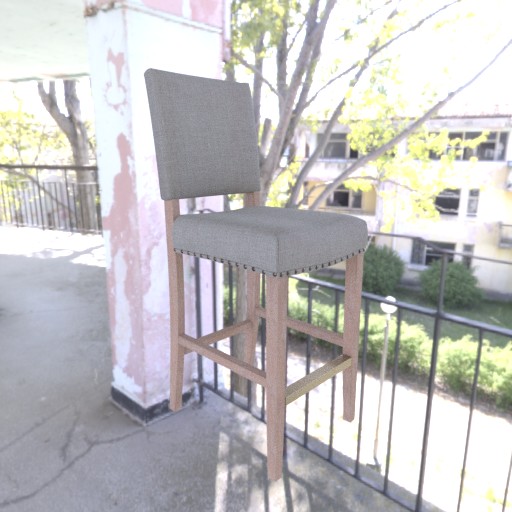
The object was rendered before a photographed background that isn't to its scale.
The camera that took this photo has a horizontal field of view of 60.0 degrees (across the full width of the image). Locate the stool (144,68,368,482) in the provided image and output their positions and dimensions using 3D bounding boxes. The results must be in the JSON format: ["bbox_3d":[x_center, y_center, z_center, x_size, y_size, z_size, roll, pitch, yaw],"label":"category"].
[{"bbox_3d":[0.000,0.000,1.474,0.585,1.173,0.445,12,18,42],"label":"stool"}]
